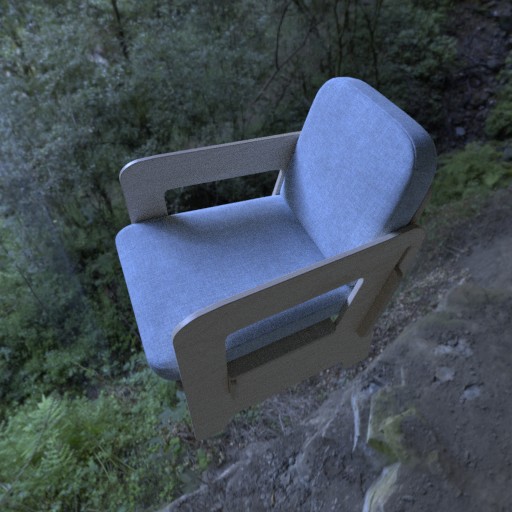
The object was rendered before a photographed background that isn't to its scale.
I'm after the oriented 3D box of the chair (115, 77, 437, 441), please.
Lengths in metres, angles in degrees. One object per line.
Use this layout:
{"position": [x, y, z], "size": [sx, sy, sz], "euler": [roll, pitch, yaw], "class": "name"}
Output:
{"position": [0.000, 0.000, 1.237], "size": [0.710, 0.800, 0.590], "euler": [-16, 48, -15], "class": "chair"}
